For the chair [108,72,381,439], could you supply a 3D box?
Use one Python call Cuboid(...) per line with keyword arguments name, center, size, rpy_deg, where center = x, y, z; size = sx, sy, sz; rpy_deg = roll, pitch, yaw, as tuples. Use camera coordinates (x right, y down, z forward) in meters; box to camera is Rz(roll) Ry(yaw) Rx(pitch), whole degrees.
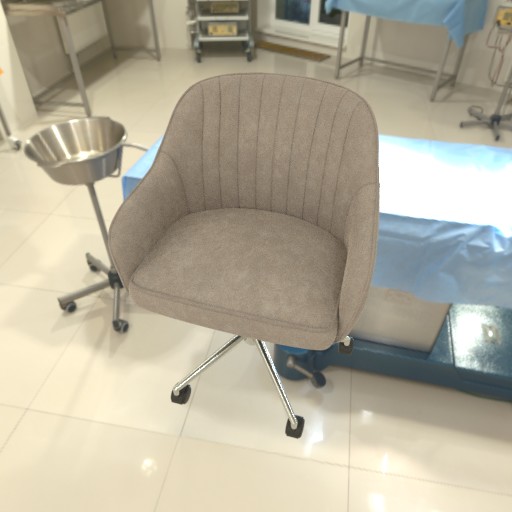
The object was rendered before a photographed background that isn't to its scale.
Cuboid(name="chair", center=(0.000, 0.000, 1.253), size=(0.635, 0.831, 0.573), rpy_deg=(11, 41, 13))
